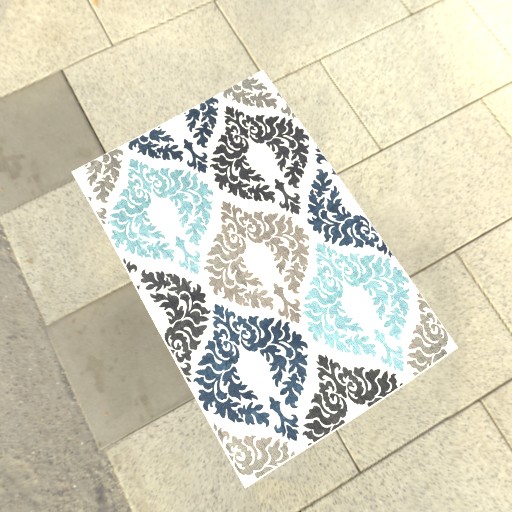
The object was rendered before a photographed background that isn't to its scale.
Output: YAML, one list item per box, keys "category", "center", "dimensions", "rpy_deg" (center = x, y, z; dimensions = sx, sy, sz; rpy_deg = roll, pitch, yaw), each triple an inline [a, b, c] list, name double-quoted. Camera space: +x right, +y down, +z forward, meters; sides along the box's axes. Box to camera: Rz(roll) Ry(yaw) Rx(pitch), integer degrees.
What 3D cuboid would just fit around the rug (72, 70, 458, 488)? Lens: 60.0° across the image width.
- category: "rug"
  center: [0.000, 0.000, 2.833]
  dimensions: [1.514, 0.014, 2.275]
  rpy_deg: [-31, 78, -7]
